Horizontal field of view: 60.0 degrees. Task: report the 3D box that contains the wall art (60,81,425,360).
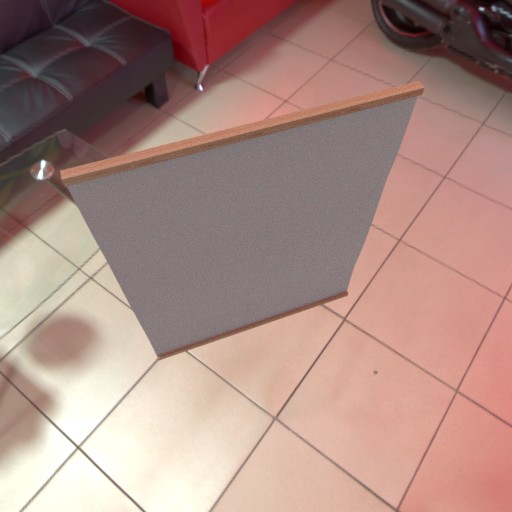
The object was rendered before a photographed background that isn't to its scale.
[{"bbox_3d":[0.000,0.000,0.683,0.406,0.508,0.013,-17,59,-11],"label":"wall art"}]
